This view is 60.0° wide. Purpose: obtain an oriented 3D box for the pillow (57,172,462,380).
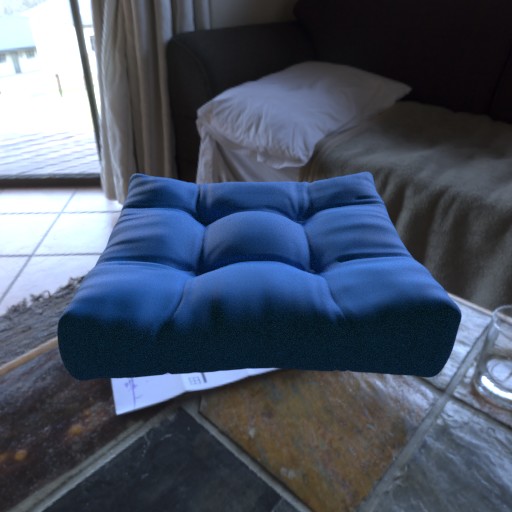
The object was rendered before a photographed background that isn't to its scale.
[{"bbox_3d":[0.000,0.000,0.718,0.490,0.128,0.468,-1,32,-2],"label":"pillow"}]
